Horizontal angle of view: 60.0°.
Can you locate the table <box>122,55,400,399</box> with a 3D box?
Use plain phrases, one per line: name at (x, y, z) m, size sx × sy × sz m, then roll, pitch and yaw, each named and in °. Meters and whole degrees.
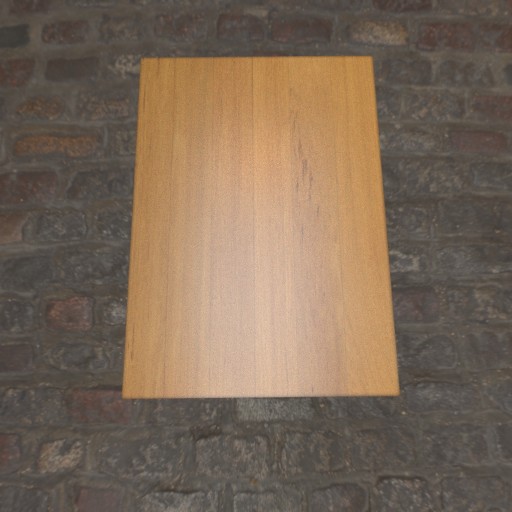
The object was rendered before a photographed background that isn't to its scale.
table at (0.000, 0.000, 0.980) m, size 0.400 × 0.605 × 0.550 m, roll -1°, pitch 77°, yaw 0°
